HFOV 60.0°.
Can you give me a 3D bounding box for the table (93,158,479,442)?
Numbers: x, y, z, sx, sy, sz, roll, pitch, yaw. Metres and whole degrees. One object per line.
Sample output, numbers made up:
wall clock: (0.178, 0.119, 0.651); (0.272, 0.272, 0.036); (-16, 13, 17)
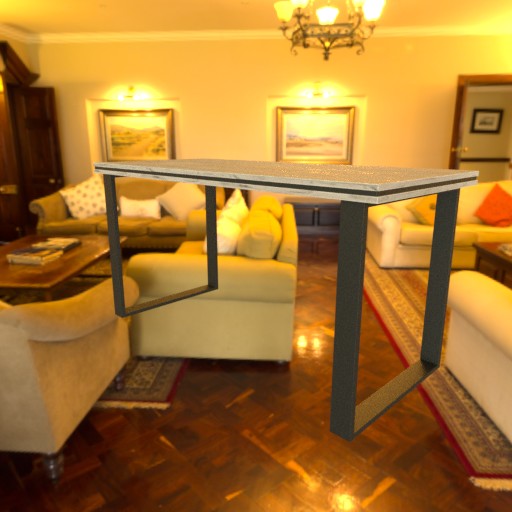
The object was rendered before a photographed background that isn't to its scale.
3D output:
table: (0.000, 0.000, 2.257); (1.778, 0.899, 0.795); (14, 20, 43)
